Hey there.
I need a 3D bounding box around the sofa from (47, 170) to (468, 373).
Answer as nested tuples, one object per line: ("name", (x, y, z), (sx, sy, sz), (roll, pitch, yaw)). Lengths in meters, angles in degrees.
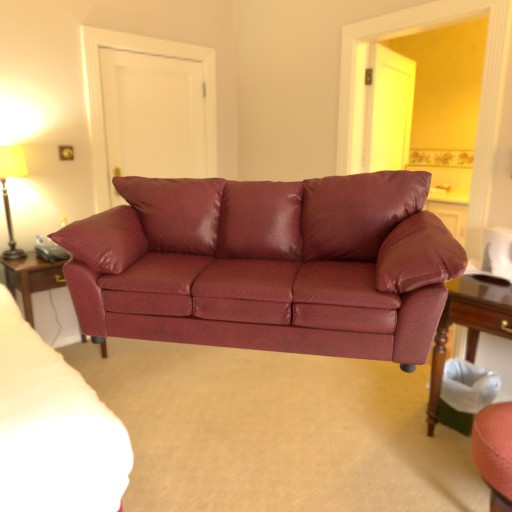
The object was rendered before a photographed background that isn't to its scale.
("sofa", (0.000, 0.000, 2.880), (2.390, 1.091, 0.907), (3, 14, 11))
